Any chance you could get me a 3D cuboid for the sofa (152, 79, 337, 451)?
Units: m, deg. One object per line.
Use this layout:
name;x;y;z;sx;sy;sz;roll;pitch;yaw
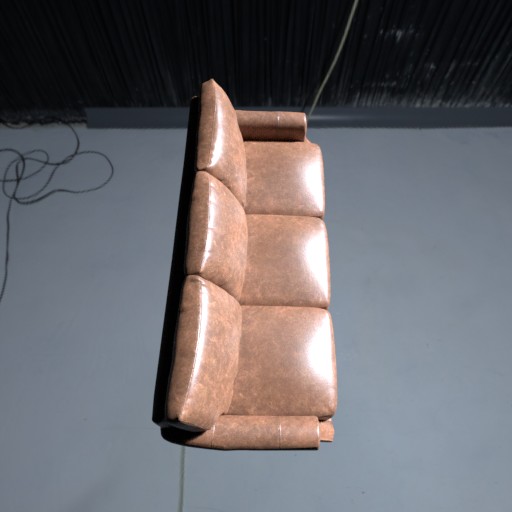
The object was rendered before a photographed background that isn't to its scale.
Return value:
sofa;0.000;0.000;2.890;0.973;0.977;2.351;1;62;1
